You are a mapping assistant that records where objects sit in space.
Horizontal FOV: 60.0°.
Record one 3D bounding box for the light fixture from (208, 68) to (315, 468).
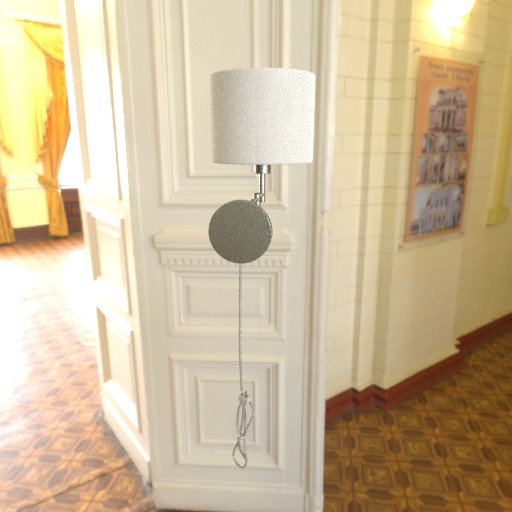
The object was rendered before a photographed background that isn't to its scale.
[{"bbox_3d":[0.000,0.000,1.070,0.253,0.842,0.479,2,15,8],"label":"light fixture"}]
